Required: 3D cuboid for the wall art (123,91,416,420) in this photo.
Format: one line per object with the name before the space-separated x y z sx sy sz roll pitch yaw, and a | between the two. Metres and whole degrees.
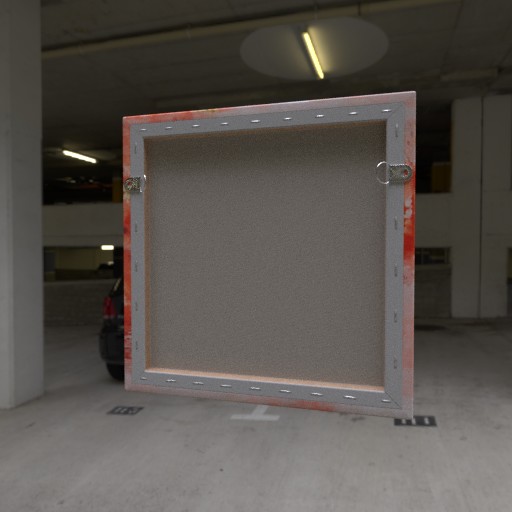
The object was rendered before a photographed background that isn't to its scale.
wall art | 0.000 0.000 1.108 0.747 0.746 0.064 0 2 16
